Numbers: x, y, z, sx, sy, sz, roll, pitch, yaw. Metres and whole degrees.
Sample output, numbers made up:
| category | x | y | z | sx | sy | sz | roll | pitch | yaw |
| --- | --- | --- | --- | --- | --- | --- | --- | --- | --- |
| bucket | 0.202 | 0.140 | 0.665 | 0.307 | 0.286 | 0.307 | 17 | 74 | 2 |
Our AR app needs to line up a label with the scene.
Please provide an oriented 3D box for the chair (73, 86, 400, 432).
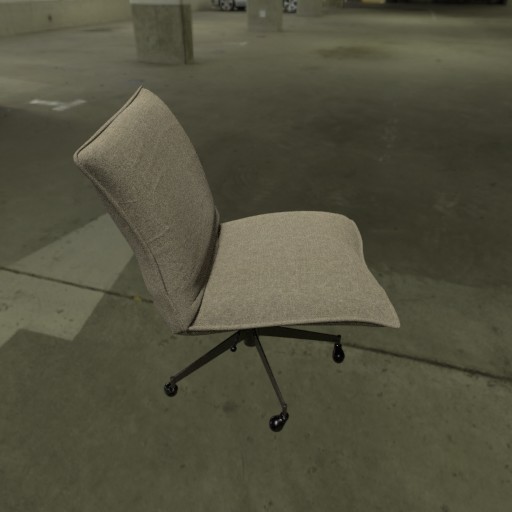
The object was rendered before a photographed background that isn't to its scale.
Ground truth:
| category | x | y | z | sx | sy | sz | roll | pitch | yaw |
| --- | --- | --- | --- | --- | --- | --- | --- | --- | --- |
| chair | 0.000 | 0.000 | 1.258 | 0.696 | 0.811 | 0.597 | 0 | 32 | 0 |
